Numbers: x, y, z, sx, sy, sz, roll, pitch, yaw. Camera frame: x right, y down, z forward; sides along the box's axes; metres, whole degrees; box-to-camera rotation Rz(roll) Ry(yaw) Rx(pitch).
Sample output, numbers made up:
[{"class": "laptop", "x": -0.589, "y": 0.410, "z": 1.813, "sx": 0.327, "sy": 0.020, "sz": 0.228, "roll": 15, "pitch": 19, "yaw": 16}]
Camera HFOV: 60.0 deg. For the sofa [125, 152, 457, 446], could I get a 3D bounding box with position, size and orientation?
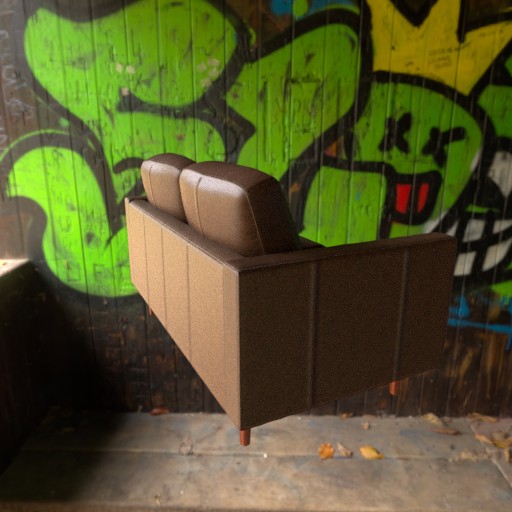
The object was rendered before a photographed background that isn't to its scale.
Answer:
[{"class": "sofa", "x": 0.000, "y": 0.000, "z": 2.137, "sx": 0.909, "sy": 0.951, "sz": 1.578, "roll": -8, "pitch": 17, "yaw": -26}]
